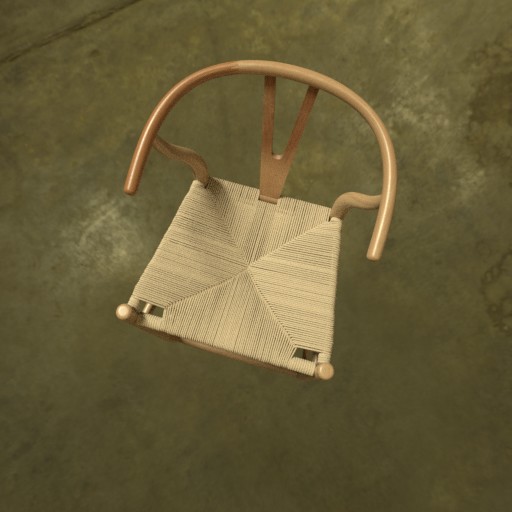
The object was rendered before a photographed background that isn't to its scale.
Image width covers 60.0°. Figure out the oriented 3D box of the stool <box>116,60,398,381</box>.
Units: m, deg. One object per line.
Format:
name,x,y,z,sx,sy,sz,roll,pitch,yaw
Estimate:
stool,0.000,0.000,1.268,0.536,0.923,0.575,15,74,4
